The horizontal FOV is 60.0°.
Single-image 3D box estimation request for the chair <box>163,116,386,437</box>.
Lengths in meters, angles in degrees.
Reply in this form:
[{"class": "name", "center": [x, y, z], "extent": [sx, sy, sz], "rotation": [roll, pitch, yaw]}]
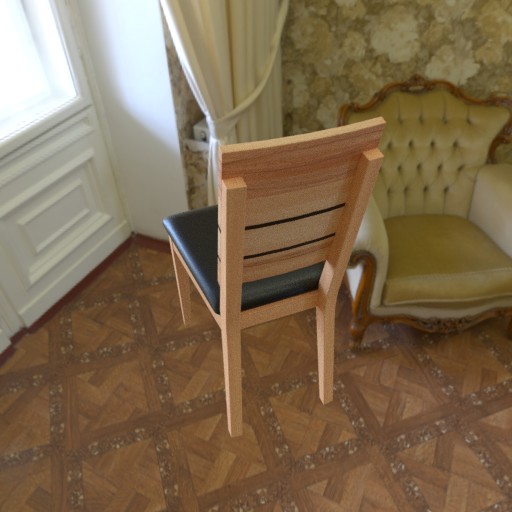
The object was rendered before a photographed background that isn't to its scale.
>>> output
[{"class": "chair", "center": [0.000, 0.000, 1.204], "extent": [0.410, 0.940, 0.520], "rotation": [-14, 44, -15]}]
